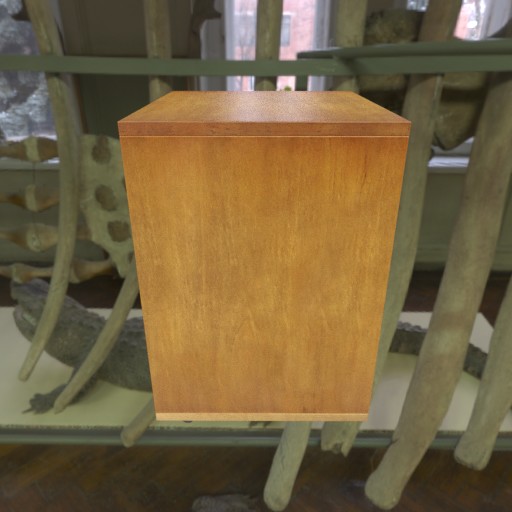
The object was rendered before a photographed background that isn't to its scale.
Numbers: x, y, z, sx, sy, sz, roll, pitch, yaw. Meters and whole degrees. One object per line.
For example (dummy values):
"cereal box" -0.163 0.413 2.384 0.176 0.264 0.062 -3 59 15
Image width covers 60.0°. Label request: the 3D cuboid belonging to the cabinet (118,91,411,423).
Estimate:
"cabinet" 0.000 0.000 0.880 0.401 0.579 0.409 0 26 0
